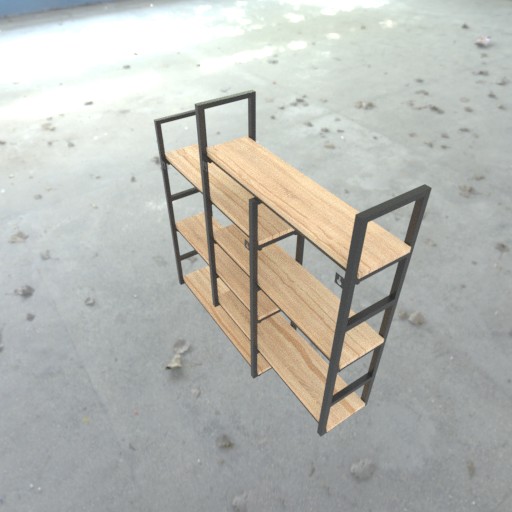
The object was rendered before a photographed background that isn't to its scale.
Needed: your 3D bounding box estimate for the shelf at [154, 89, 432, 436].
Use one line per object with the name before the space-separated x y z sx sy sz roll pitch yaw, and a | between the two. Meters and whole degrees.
shelf | 0.000 0.000 1.405 0.183 0.921 0.946 -24 46 -25
